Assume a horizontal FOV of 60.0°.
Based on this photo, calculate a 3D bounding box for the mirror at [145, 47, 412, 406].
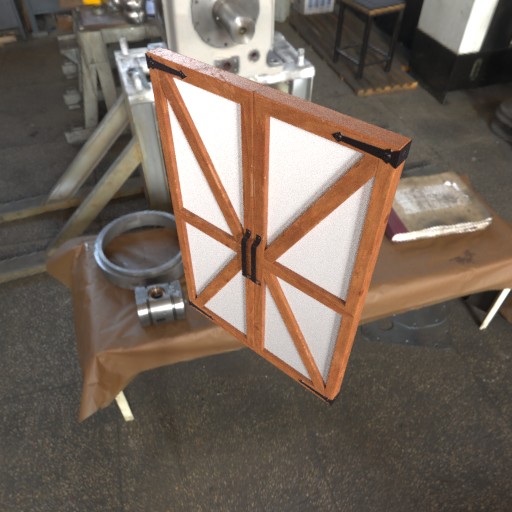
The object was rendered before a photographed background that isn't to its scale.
[{"bbox_3d":[0.000,0.000,0.983,0.517,0.761,0.053,31,53,26],"label":"mirror"}]
